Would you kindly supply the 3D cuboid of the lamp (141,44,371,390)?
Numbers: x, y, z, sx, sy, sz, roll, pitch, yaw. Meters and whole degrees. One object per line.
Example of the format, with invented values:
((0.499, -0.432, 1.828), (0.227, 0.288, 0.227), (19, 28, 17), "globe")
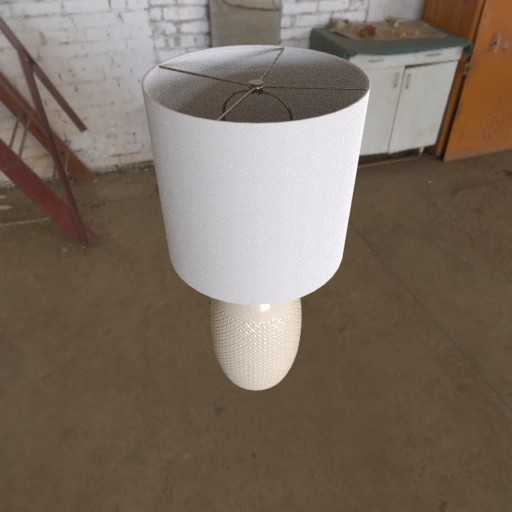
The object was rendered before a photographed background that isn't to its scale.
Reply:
((0.000, 0.000, 0.572), (0.217, 0.453, 0.217), (11, 42, 13), "lamp")
